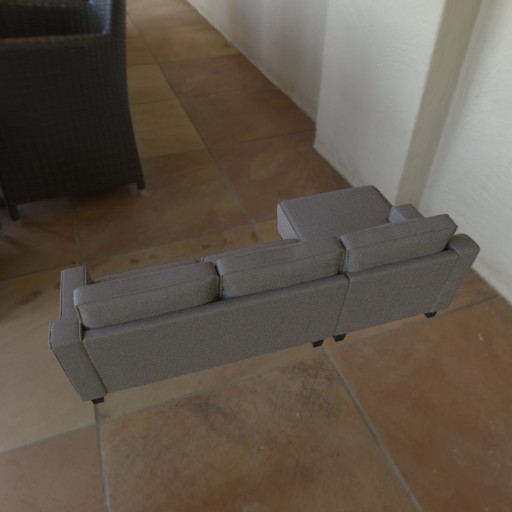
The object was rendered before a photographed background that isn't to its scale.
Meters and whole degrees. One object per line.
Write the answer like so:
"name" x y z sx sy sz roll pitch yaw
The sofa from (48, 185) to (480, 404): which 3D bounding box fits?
"sofa" 0.000 0.000 3.130 2.561 0.928 1.294 -12 43 -13
